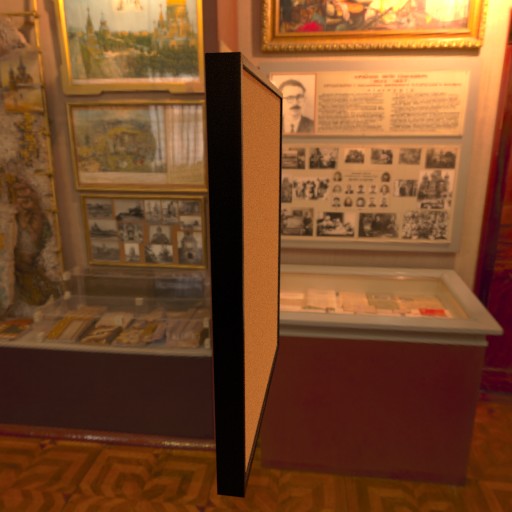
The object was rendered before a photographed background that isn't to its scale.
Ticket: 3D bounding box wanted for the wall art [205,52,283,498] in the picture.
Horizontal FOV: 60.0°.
[{"bbox_3d":[0.000,0.000,0.742,0.039,0.553,0.451,2,15,9],"label":"wall art"}]
